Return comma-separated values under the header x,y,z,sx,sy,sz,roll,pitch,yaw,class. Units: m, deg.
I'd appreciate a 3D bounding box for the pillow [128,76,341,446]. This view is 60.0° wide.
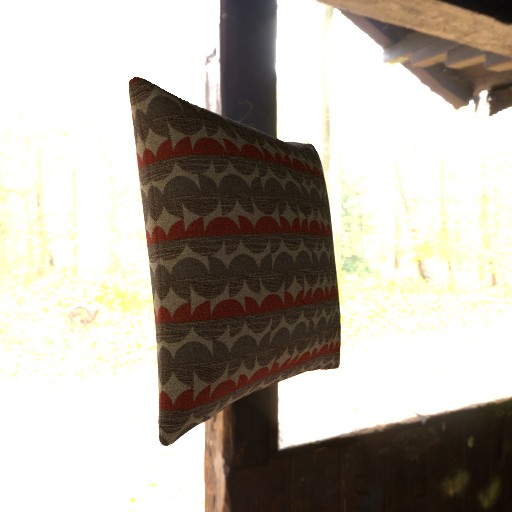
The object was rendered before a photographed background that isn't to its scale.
x,y,z,sx,sy,sz,roll,pitch,yaw,class
0.000,0.000,0.646,0.180,0.410,0.420,1,1,36,pillow
